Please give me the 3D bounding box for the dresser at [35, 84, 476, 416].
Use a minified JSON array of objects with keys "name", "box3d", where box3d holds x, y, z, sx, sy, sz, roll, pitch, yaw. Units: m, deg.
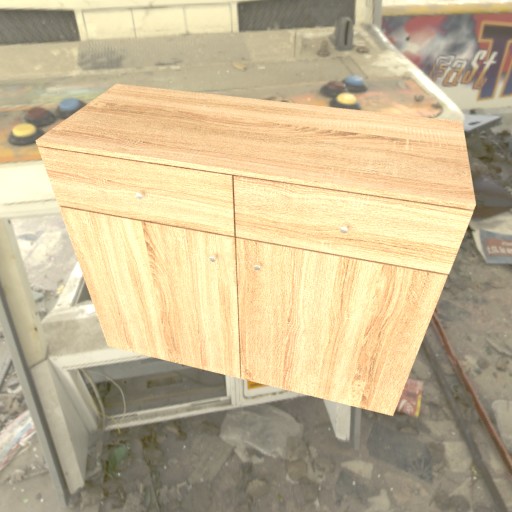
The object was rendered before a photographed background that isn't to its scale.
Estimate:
[{"name":"dresser","box3d":[0.000,0.000,1.510,1.100,0.900,0.450,10,42,12]}]
